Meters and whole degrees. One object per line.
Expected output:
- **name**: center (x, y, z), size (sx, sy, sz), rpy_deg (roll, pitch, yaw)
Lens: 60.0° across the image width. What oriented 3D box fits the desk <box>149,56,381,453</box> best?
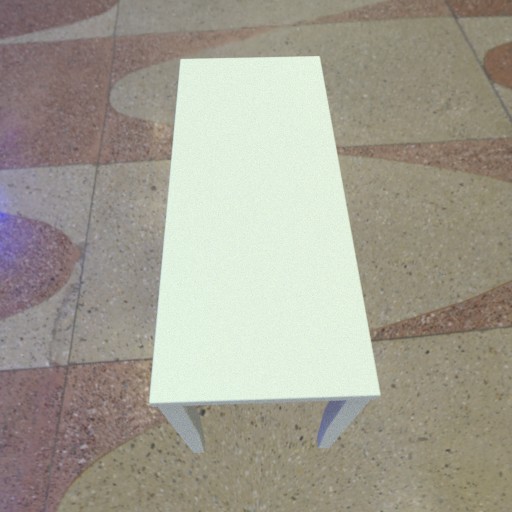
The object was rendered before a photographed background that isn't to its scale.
- **desk**: center (0.000, 0.000, 1.616), size (0.508, 0.775, 1.220), rpy_deg (-2, 58, -1)
